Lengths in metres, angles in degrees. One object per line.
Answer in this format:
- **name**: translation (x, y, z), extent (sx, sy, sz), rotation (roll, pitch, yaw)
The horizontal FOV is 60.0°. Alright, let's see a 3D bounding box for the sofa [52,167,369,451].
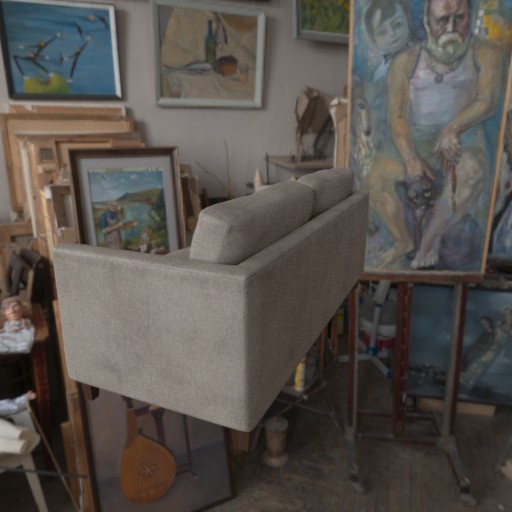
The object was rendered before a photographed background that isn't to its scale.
- **sofa**: translation (0.000, 0.000, 2.696), extent (0.951, 0.965, 2.208), rotation (7, 18, 23)
